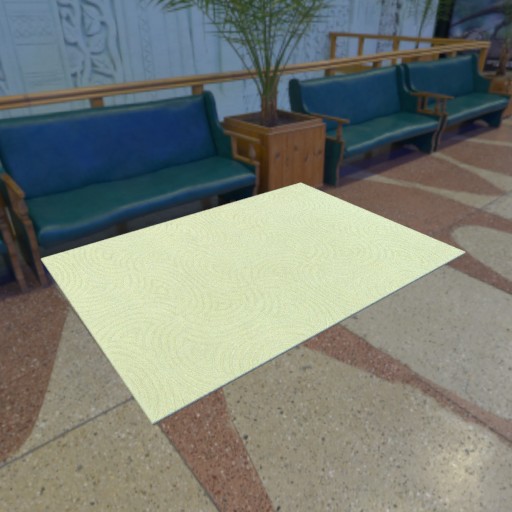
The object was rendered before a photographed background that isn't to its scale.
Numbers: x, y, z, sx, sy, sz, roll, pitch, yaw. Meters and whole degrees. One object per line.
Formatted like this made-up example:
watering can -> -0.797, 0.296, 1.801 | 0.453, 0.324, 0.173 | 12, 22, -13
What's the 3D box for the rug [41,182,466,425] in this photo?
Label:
rug -> 0.000, 0.000, 2.732 | 2.132, 0.015, 1.526 | -21, 36, -32
